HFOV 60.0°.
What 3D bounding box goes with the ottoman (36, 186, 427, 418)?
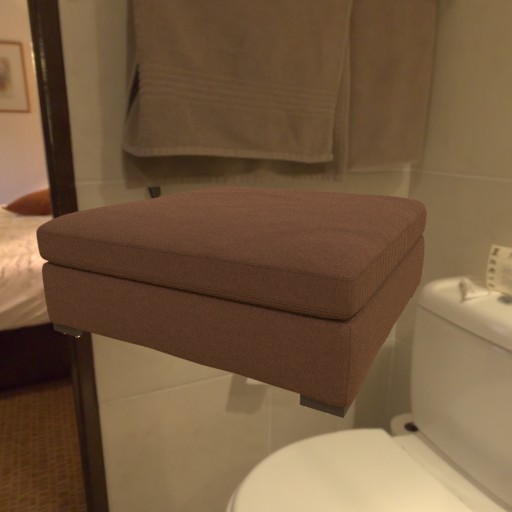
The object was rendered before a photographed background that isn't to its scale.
[{"bbox_3d":[0.000,0.000,1.831,1.181,0.470,1.181,8,18,27],"label":"ottoman"}]
